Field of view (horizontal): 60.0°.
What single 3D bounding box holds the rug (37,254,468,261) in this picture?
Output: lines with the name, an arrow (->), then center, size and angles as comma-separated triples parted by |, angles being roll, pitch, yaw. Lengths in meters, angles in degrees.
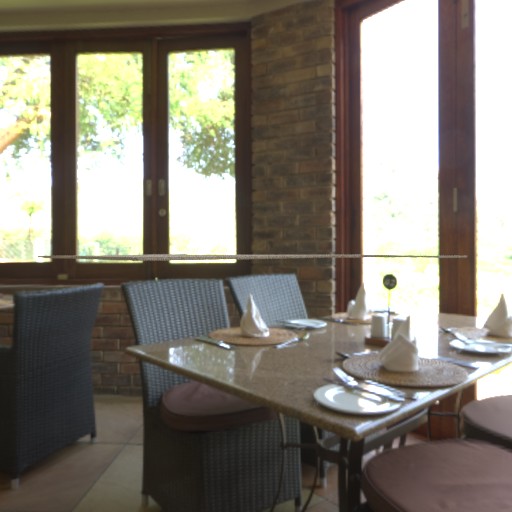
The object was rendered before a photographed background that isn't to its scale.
rug -> 0.000, 0.000, 3.603 | 2.869, 0.038, 2.032 | 0, 0, -37
